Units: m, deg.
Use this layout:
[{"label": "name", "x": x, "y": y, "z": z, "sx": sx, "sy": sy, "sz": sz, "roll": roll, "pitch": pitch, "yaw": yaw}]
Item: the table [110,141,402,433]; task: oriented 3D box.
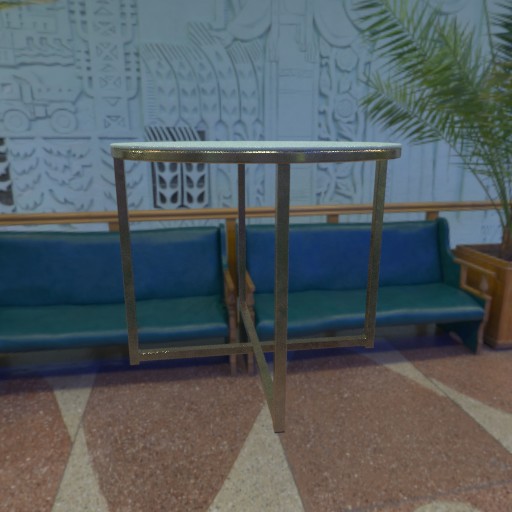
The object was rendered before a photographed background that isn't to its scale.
[{"label": "table", "x": 0.000, "y": 0.000, "z": 0.851, "sx": 0.500, "sy": 0.420, "sz": 0.500, "roll": 0, "pitch": 15, "yaw": 0}]
